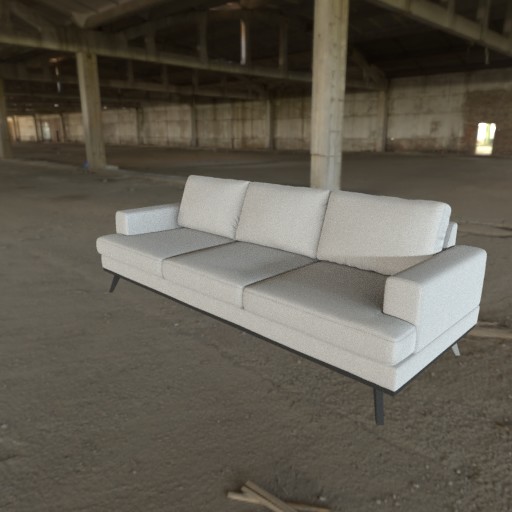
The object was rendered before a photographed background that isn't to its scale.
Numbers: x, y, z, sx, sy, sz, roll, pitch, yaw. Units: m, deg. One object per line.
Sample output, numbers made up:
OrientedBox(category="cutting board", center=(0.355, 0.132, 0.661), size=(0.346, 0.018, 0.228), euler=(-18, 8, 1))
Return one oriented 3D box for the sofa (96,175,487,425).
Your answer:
OrientedBox(category="sofa", center=(0.000, 0.000, 2.681), size=(2.310, 0.810, 0.920), euler=(15, 22, 42))
